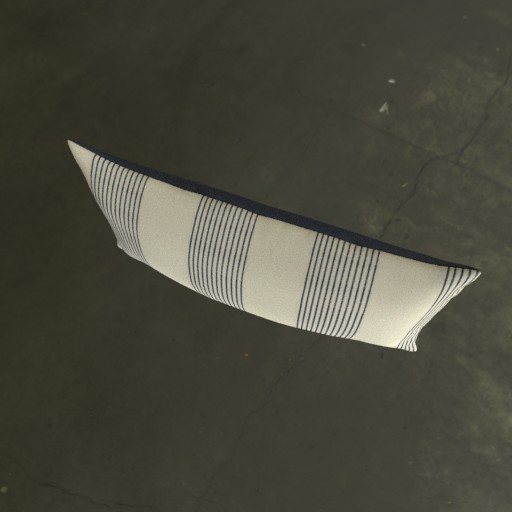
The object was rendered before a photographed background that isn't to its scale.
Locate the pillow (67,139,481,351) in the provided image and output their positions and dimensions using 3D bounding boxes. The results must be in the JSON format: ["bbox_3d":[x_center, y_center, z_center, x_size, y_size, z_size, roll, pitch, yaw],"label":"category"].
[{"bbox_3d":[0.000,0.000,0.724,0.610,0.287,0.151,19,61,11],"label":"pillow"}]
